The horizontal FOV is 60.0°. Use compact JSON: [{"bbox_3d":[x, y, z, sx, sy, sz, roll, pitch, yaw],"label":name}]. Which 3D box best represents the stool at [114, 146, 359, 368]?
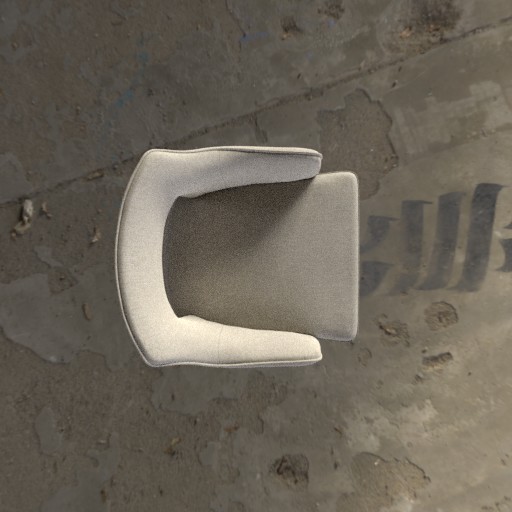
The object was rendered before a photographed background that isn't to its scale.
[{"bbox_3d":[0.000,0.000,1.380,0.560,1.041,0.550,0,91,1],"label":"stool"}]
